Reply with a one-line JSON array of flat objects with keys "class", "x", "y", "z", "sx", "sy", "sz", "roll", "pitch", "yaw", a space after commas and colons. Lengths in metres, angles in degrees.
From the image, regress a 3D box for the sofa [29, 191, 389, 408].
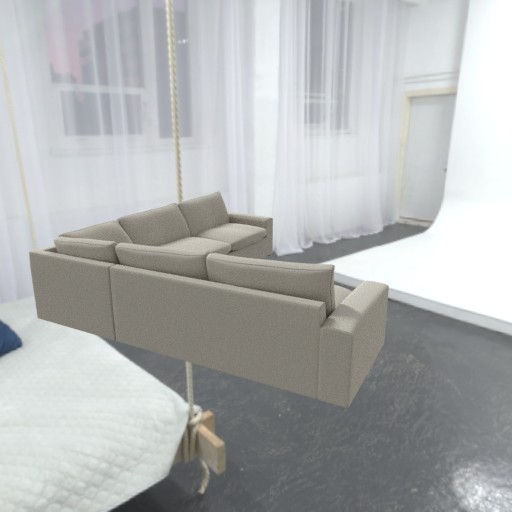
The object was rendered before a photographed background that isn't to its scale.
[{"class": "sofa", "x": 0.000, "y": 0.000, "z": 4.807, "sx": 3.066, "sy": 0.918, "sz": 3.206, "roll": 8, "pitch": 18, "yaw": 27}]
